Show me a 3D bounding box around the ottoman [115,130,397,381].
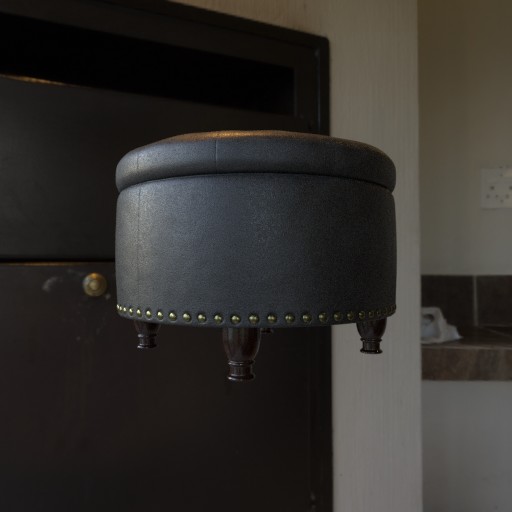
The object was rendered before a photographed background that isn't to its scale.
[{"bbox_3d":[0.000,0.000,1.052,0.637,0.442,0.637,0,-1,0],"label":"ottoman"}]
